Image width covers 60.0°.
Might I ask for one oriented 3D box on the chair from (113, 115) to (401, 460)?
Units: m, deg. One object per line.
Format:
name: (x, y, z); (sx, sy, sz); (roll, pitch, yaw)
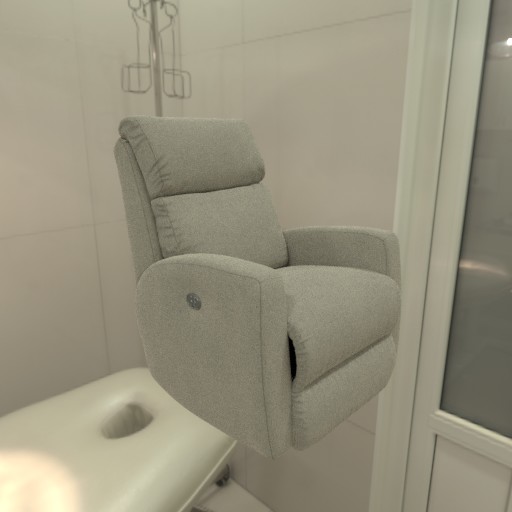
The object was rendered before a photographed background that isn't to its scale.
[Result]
chair: (0.000, 0.000, 1.679); (0.940, 1.021, 0.794); (15, 22, 42)
